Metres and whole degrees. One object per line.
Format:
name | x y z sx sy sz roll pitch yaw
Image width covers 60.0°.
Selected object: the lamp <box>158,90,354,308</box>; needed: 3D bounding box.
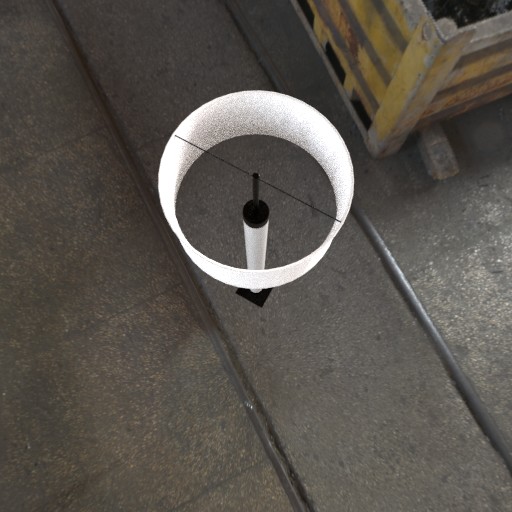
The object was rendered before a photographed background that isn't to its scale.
lamp | 0.000 0.000 1.654 0.420 1.475 0.420 29 78 6
